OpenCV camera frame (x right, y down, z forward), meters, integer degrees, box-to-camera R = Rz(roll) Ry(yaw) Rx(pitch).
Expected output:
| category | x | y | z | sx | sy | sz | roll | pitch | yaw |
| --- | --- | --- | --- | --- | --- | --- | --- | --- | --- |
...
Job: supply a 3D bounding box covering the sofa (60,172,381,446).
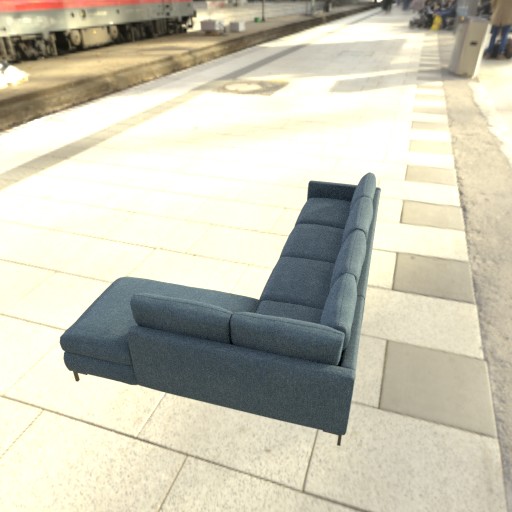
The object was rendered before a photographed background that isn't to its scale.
| category | x | y | z | sx | sy | sz | roll | pitch | yaw |
| --- | --- | --- | --- | --- | --- | --- | --- | --- | --- |
| sofa | 0.000 | 0.000 | 3.999 | 2.007 | 0.815 | 2.949 | 9 | 32 | 14 |
